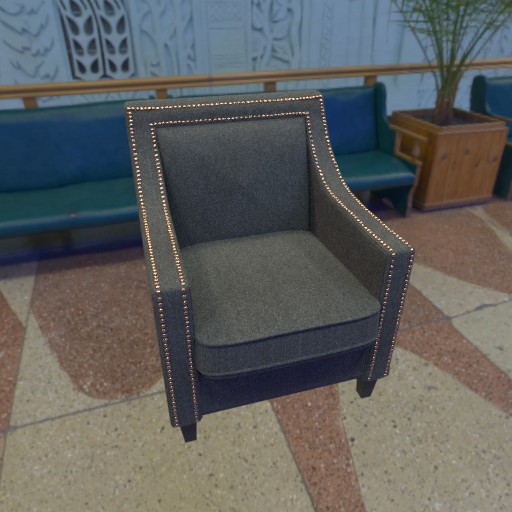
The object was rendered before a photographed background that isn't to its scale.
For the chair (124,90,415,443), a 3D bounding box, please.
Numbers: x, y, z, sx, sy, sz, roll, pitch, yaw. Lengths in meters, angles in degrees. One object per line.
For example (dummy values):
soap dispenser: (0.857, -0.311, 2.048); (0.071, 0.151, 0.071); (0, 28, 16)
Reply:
chair: (0.000, 0.000, 1.609); (0.776, 0.967, 0.884); (-9, 32, -14)
